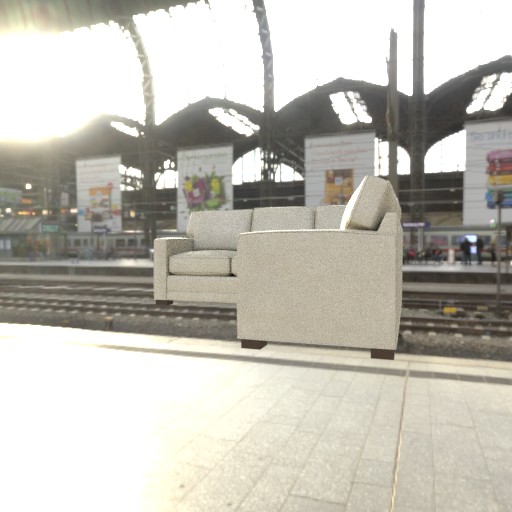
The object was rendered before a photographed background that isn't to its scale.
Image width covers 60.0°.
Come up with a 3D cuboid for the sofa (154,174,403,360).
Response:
[{"bbox_3d":[0.000,0.000,3.474,2.188,0.936,2.211,0,1,18],"label":"sofa"}]
